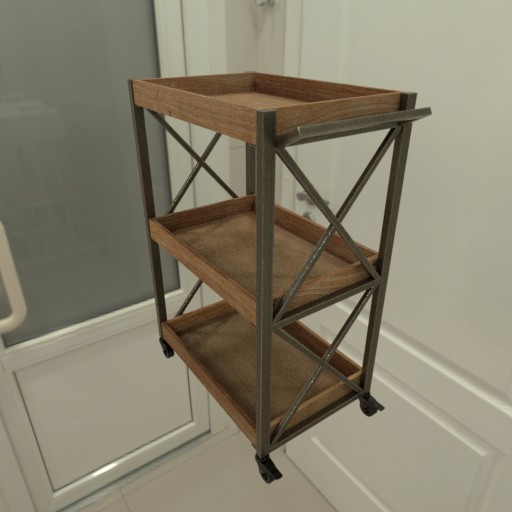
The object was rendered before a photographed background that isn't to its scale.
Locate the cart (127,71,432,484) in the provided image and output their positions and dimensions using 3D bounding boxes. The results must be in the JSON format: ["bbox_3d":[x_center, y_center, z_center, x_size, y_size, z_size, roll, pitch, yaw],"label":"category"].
[{"bbox_3d":[0.000,0.000,1.153,0.377,0.835,0.673,-18,32,-31],"label":"cart"}]
